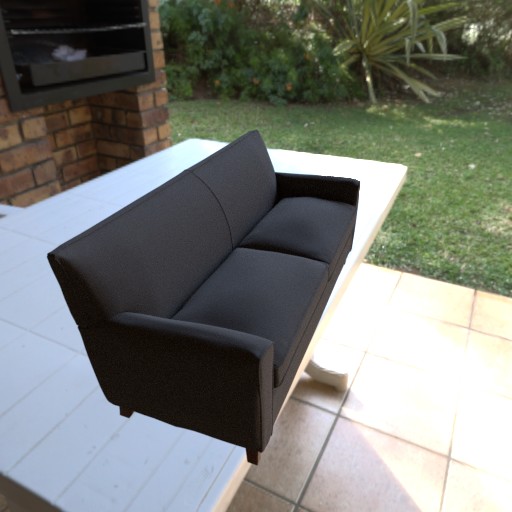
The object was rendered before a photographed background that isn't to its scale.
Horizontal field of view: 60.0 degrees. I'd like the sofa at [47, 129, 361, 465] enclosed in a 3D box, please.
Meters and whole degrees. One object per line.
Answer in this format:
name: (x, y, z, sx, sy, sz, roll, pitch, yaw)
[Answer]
sofa: (0.000, 0.000, 2.470, 0.843, 0.907, 2.002, 11, 31, 19)
